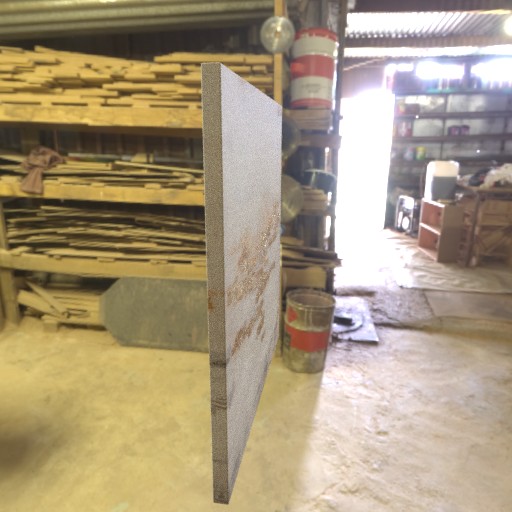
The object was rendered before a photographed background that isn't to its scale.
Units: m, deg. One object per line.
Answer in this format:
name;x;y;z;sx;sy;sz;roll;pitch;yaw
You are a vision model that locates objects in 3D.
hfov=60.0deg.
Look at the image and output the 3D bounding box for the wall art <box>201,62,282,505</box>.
wall art;0.000;0.000;1.460;0.040;1.018;1.015;2;14;10
